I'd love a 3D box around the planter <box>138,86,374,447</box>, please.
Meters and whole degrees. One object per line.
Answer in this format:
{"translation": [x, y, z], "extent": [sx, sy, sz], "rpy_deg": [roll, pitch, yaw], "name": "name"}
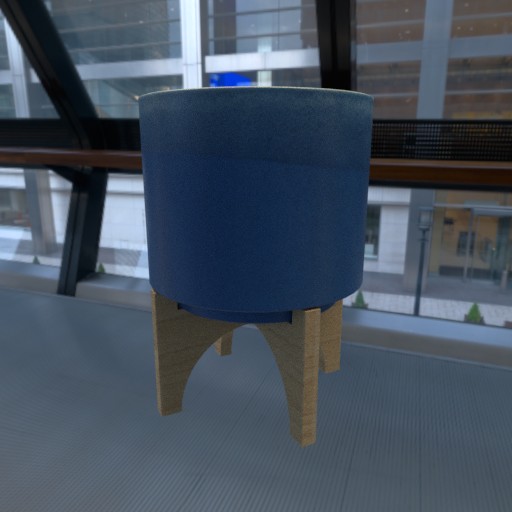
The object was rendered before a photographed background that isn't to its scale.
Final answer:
{"translation": [0.000, 0.000, 0.552], "extent": [0.261, 0.367, 0.261], "rpy_deg": [0, 14, 0], "name": "planter"}
